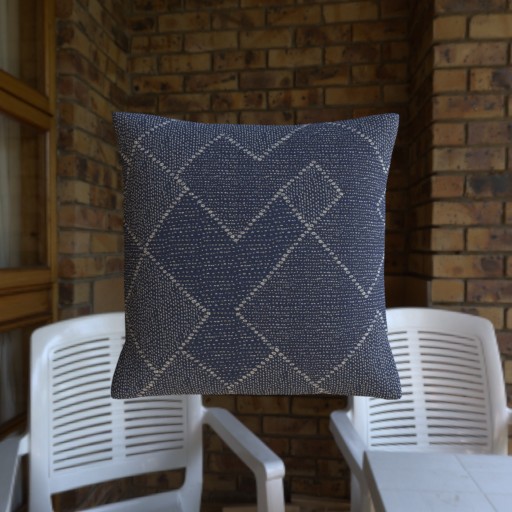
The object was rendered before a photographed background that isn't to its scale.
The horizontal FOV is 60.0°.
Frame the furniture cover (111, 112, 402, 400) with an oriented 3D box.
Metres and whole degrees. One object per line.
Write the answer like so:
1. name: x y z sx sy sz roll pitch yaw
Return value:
1. furniture cover: 0.000 0.000 0.780 0.511 0.503 0.162 0 1 0
